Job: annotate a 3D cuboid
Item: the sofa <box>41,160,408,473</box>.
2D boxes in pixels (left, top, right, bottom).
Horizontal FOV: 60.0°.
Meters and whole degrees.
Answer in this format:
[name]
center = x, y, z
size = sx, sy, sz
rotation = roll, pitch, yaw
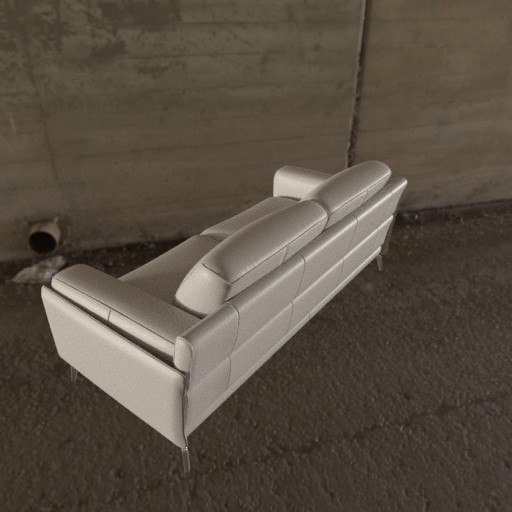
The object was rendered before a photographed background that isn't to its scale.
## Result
[sofa]
center = 0.000, 0.000, 2.559
size = 1.049, 0.930, 2.101
rotation = 21, 36, 31
